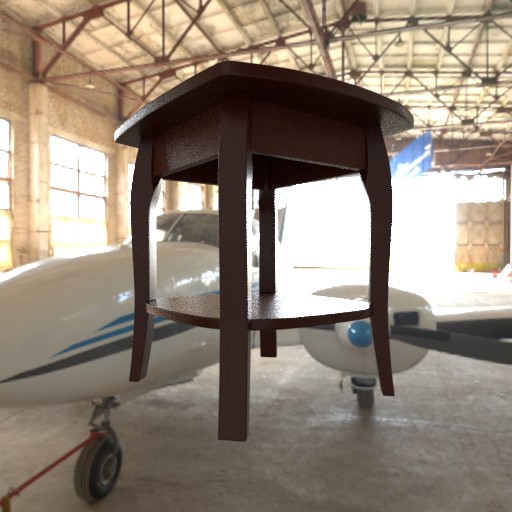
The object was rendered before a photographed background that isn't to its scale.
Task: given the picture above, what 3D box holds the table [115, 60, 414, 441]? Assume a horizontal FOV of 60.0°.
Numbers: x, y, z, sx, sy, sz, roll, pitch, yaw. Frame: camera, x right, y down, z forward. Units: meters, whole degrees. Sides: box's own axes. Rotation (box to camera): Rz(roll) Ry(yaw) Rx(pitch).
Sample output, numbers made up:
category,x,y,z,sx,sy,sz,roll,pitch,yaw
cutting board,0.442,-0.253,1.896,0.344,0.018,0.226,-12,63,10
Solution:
category,x,y,z,sx,sy,sz,roll,pitch,yaw
table,0.000,0.000,0.845,0.433,0.496,0.502,0,0,-36
